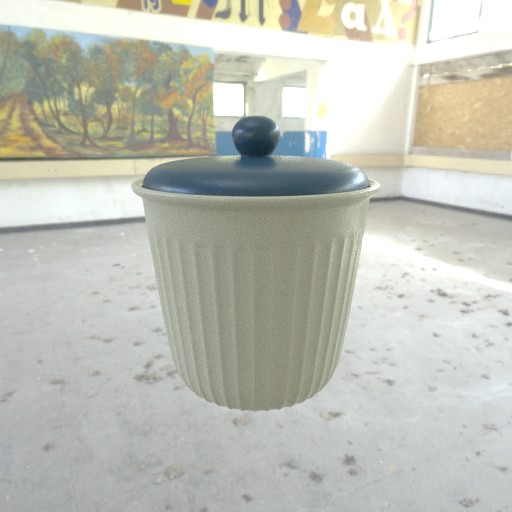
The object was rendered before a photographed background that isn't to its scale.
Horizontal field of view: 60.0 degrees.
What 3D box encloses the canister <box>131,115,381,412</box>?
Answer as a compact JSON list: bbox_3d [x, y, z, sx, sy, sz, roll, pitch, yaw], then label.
[{"bbox_3d":[0.000,0.000,0.349,0.181,0.211,0.181,0,16,0],"label":"canister"}]
